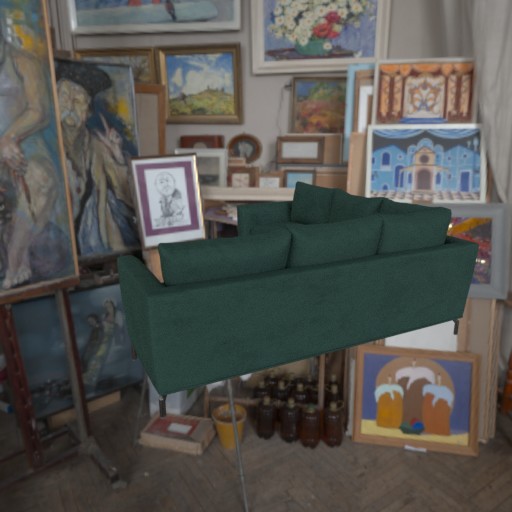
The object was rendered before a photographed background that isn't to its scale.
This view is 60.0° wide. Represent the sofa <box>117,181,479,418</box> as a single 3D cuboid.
[{"bbox_3d":[0.000,0.000,3.841,2.452,1.004,2.468,-8,17,-26],"label":"sofa"}]
